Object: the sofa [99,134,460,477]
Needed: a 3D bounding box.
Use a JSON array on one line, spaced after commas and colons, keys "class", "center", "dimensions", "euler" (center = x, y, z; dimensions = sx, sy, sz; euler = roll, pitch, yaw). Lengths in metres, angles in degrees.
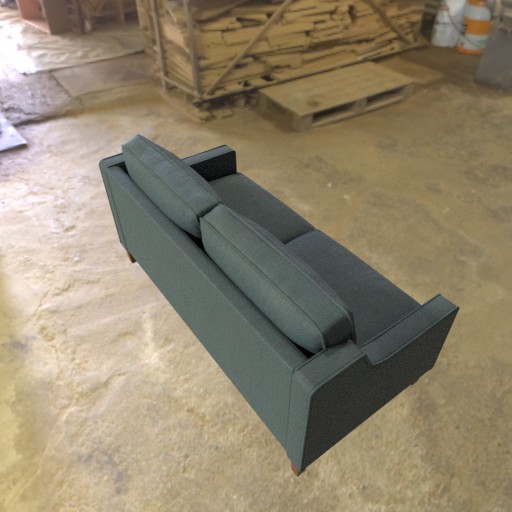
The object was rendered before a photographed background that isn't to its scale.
[{"class": "sofa", "center": [0.000, 0.000, 2.809], "dimensions": [1.066, 1.071, 2.178], "euler": [-26, 48, -26]}]
